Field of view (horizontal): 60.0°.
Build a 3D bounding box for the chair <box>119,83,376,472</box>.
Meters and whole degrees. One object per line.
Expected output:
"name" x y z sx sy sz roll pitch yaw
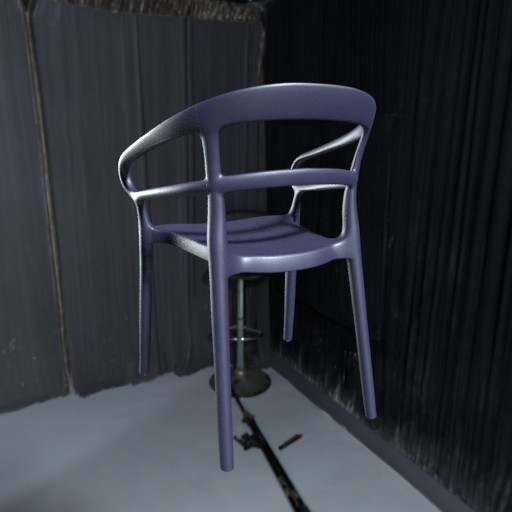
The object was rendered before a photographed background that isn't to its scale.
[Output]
"chair" 0.000 0.000 1.121 0.559 0.761 0.527 -7 16 -27
